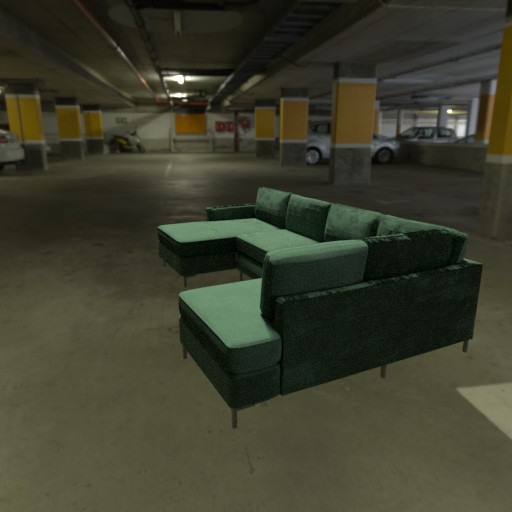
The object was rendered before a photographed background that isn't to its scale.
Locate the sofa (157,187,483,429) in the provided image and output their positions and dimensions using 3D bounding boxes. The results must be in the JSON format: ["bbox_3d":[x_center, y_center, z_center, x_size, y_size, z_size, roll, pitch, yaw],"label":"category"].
[{"bbox_3d":[0.000,0.000,4.324,2.055,0.992,3.434,-8,17,-26],"label":"sofa"}]
